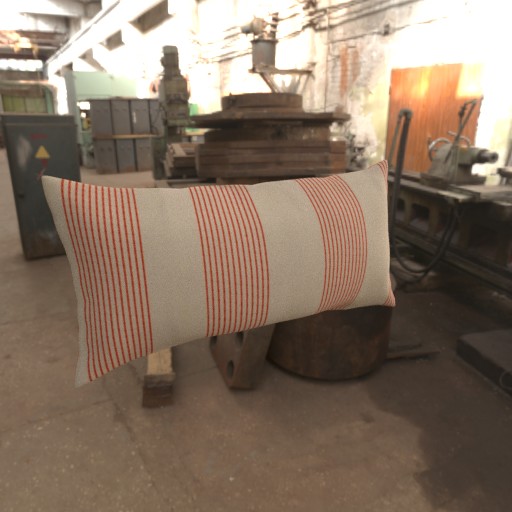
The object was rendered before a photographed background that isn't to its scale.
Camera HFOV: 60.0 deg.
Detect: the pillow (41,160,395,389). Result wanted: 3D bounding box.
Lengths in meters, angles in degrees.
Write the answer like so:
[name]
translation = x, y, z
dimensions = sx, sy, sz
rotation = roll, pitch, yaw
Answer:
[pillow]
translation = 0.000, 0.000, 0.737
dimensions = 0.608, 0.292, 0.156
rotation = -9, 19, -26
